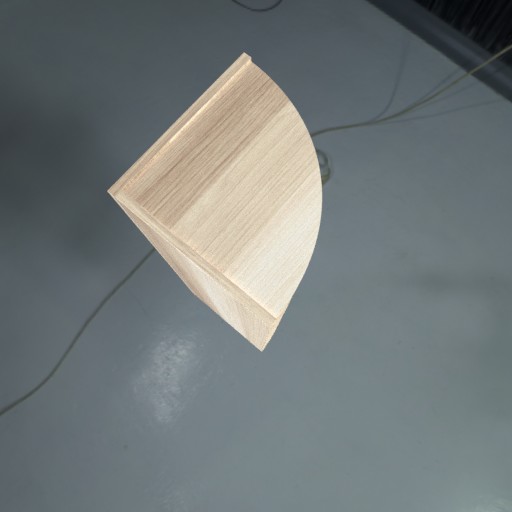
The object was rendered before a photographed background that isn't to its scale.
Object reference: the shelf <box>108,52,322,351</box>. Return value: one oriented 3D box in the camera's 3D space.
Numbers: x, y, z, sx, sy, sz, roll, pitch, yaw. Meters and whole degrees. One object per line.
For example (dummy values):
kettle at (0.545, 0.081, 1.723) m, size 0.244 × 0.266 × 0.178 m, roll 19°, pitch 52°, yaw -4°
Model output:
shelf at (0.000, 0.000, 1.036) m, size 0.290 × 0.872 × 0.290 m, roll 39°, pitch 79°, yaw 9°
